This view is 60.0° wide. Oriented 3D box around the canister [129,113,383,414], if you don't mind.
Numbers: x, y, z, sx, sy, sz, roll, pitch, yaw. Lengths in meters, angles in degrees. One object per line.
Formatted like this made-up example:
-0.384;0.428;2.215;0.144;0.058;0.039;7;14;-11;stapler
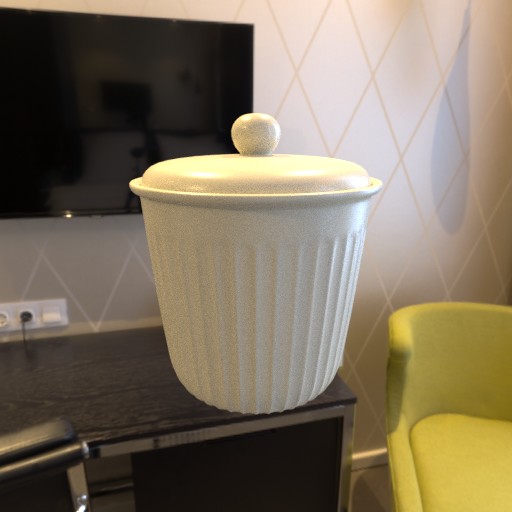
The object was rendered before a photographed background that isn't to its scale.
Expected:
0.000;0.000;0.344;0.181;0.211;0.181;0;15;0;canister
